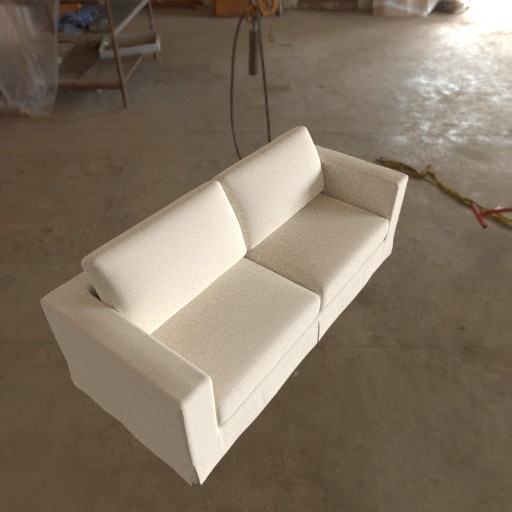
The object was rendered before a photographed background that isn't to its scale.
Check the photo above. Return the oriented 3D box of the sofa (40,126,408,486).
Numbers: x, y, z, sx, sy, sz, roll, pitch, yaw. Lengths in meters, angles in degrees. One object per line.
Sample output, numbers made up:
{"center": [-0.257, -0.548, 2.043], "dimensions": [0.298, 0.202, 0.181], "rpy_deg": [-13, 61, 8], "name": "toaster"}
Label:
{"center": [0.000, 0.000, 2.630], "dimensions": [0.954, 0.881, 2.163], "rpy_deg": [26, 47, 27], "name": "sofa"}
